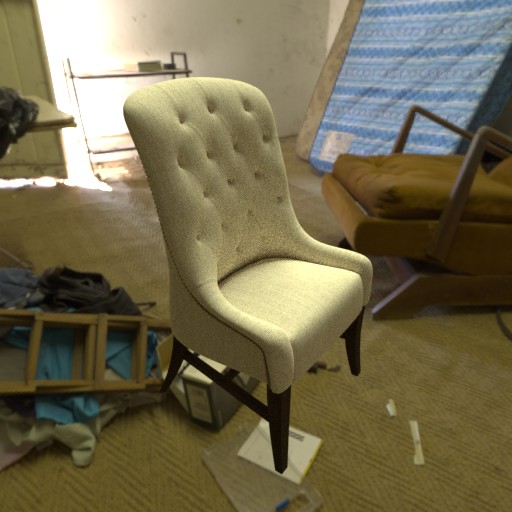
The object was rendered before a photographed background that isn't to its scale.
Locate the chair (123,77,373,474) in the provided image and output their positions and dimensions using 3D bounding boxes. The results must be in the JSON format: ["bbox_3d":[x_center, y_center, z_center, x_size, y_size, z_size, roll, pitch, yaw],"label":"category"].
[{"bbox_3d":[0.000,0.000,1.493,0.629,1.091,0.634,18,32,32],"label":"chair"}]
